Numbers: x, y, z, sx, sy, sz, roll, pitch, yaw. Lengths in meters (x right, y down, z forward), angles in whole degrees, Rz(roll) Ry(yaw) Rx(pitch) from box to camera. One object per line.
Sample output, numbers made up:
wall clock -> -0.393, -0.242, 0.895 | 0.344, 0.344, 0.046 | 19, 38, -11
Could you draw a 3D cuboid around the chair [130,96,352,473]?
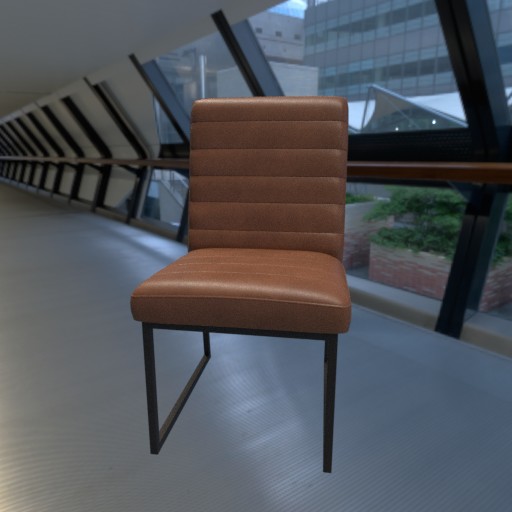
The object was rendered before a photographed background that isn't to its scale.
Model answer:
chair -> 0.000, 0.000, 1.290 | 0.520, 0.930, 0.634 | 2, 14, 8
